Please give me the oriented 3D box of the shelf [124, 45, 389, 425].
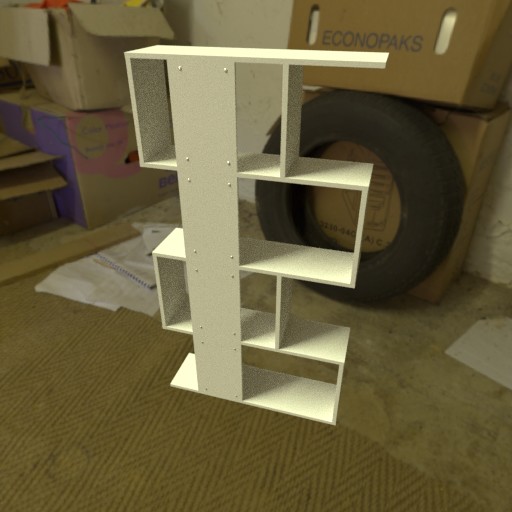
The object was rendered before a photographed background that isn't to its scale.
[{"bbox_3d":[0.000,0.000,1.967,0.890,1.650,0.250,9,32,14],"label":"shelf"}]
